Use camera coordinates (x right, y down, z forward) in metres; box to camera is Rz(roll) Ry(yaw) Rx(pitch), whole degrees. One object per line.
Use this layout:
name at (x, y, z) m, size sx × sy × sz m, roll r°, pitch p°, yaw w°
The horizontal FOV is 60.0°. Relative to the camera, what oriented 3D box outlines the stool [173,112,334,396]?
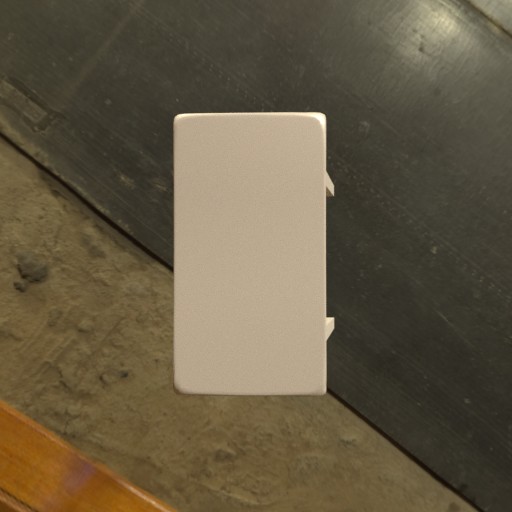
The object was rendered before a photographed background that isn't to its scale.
stool at (0.000, 0.000, 1.059) m, size 0.476 × 0.737 × 0.457 m, roll 0°, pitch 90°, yaw 2°
